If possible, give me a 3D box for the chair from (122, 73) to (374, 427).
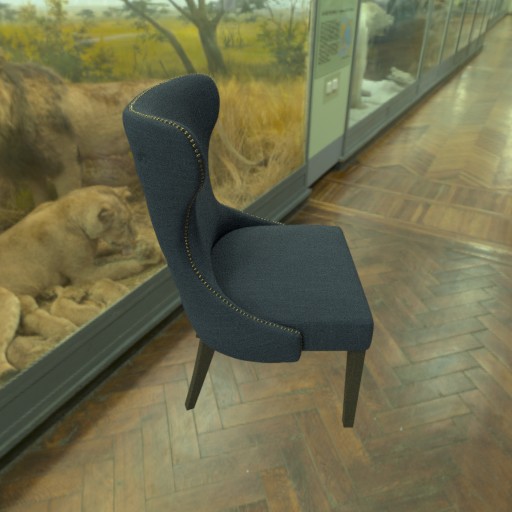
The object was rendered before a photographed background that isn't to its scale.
[{"bbox_3d":[0.000,0.000,1.359,0.635,0.967,0.628,0,32,0],"label":"chair"}]
